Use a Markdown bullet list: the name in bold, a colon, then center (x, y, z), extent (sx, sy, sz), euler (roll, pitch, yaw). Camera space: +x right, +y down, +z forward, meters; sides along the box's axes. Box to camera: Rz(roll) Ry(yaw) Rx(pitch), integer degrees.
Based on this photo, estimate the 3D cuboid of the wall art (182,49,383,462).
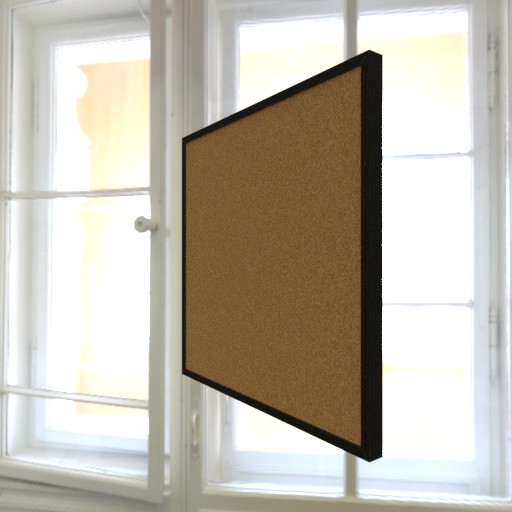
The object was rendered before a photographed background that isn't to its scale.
- **wall art**: center (0.000, 0.000, 1.134), extent (0.037, 0.761, 0.761), euler (0, 0, -36)
